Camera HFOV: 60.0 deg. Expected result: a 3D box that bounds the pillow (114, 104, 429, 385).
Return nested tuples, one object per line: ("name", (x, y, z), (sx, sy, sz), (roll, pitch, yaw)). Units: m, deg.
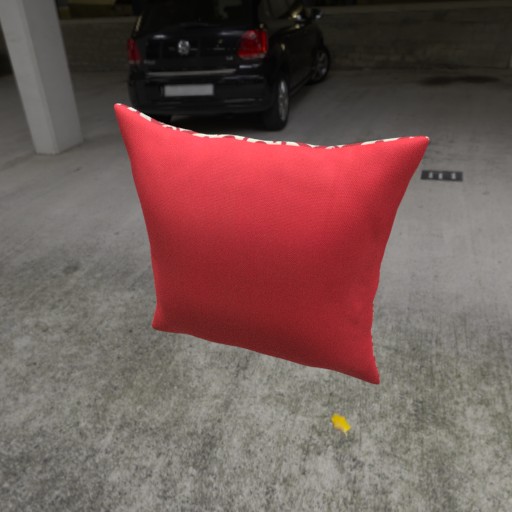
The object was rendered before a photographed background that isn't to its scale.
("pillow", (0.000, 0.000, 0.824), (0.522, 0.507, 0.192), (11, 34, 17))
